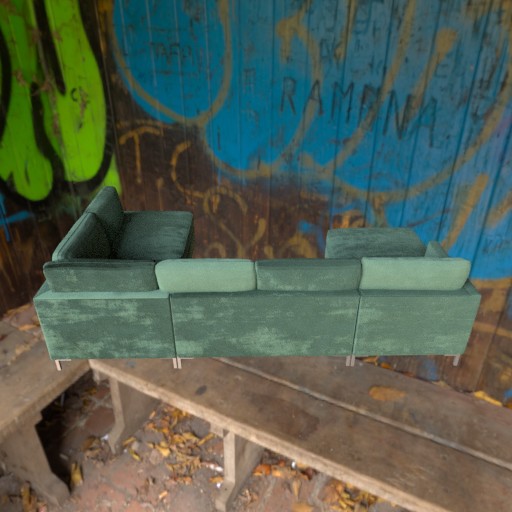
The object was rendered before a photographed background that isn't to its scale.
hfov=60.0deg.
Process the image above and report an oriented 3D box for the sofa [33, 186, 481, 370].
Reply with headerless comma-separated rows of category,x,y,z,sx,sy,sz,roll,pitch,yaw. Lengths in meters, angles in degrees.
sofa,0.000,0.000,4.333,3.434,0.992,2.055,-1,30,-1
